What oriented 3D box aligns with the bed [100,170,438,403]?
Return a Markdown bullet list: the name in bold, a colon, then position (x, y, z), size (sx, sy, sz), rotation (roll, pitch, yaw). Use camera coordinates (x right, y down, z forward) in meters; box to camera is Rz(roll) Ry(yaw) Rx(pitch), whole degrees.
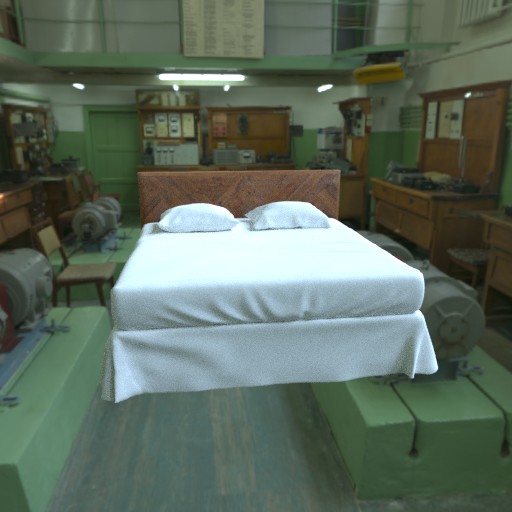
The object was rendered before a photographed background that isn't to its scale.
- **bed**: position (0.000, 0.000, 3.572), size (2.255, 1.158, 2.165), rotation (-2, 16, -8)
